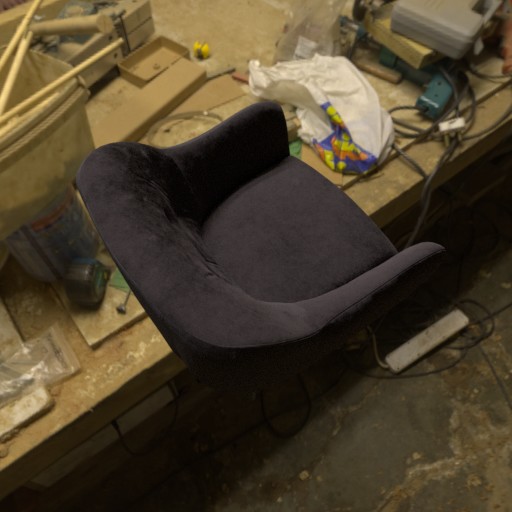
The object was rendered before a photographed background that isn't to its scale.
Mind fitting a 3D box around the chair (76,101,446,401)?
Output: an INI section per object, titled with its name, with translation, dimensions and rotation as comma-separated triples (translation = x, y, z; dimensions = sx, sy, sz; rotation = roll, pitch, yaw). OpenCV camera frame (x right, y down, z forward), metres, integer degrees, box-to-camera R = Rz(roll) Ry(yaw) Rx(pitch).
[chair]
translation = 0.000, 0.000, 1.473
dimensions = 0.819, 0.807, 0.840
rotation = -32, 63, -18
